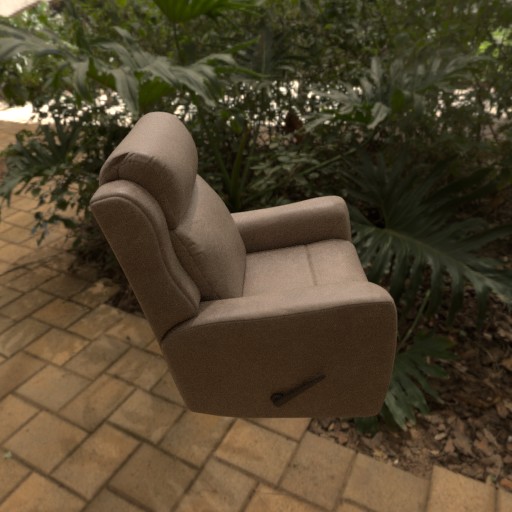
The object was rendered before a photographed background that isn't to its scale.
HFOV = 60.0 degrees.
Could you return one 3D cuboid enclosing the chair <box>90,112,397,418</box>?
[{"bbox_3d":[0.000,0.000,1.944,1.068,1.116,0.967,-1,30,-1],"label":"chair"}]
